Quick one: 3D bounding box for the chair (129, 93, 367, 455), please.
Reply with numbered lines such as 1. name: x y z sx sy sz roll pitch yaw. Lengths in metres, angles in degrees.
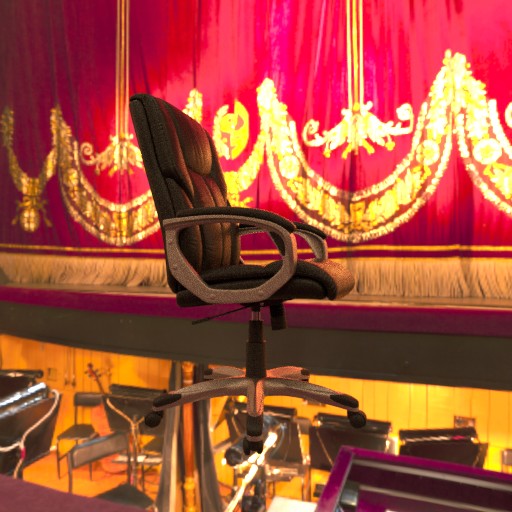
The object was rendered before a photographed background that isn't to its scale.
1. chair: 0.000 0.000 1.606 0.780 1.145 0.700 0 0 19
